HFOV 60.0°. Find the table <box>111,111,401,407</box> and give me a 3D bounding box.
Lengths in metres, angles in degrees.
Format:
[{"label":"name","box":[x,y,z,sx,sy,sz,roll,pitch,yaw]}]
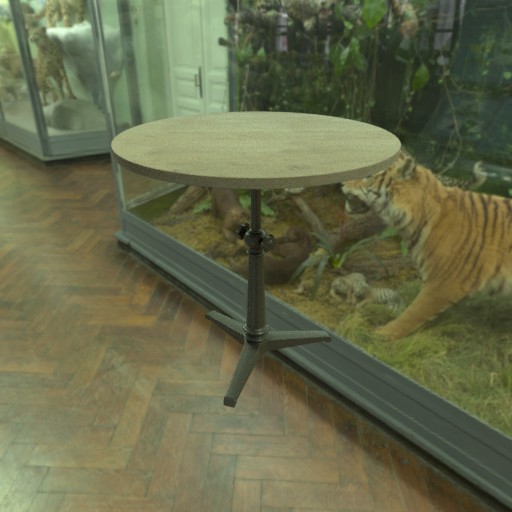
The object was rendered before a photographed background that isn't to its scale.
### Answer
[{"label":"table","box":[0.000,0.000,1.452,0.800,0.780,0.800,0,27,0]}]
